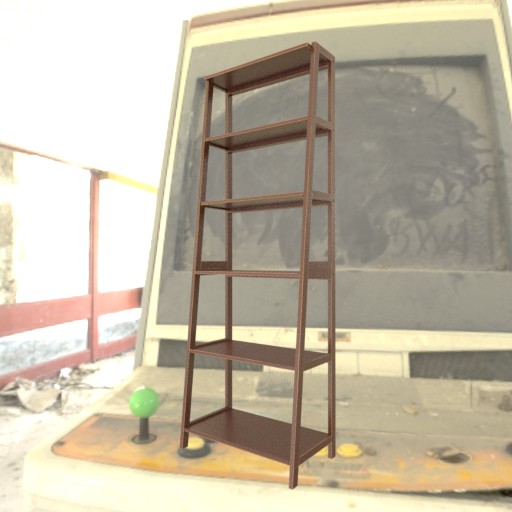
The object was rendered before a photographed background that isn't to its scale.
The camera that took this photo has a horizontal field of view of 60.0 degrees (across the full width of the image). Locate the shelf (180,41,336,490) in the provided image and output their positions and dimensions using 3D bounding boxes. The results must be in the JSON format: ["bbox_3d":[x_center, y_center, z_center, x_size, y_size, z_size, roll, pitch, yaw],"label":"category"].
[{"bbox_3d":[0.000,0.000,2.144,0.660,1.892,0.381,0,0,37],"label":"shelf"}]
